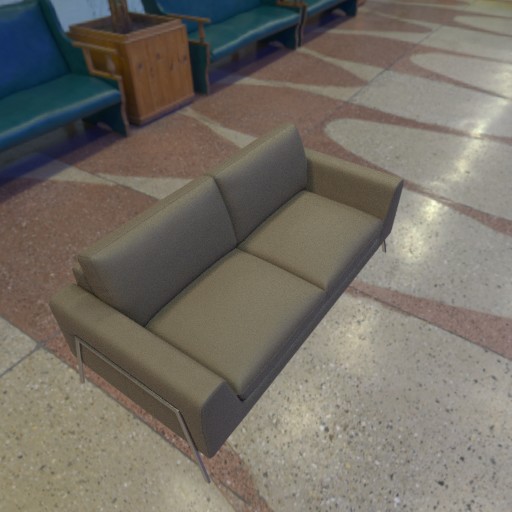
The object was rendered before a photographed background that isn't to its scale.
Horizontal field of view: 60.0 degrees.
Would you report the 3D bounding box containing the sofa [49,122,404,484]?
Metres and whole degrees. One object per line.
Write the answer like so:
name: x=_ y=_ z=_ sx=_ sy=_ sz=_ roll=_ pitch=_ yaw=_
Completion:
sofa: x=0.000 y=0.000 z=2.558 sx=0.953 sy=0.875 sz=2.017 roll=25 pitch=47 yaw=26
